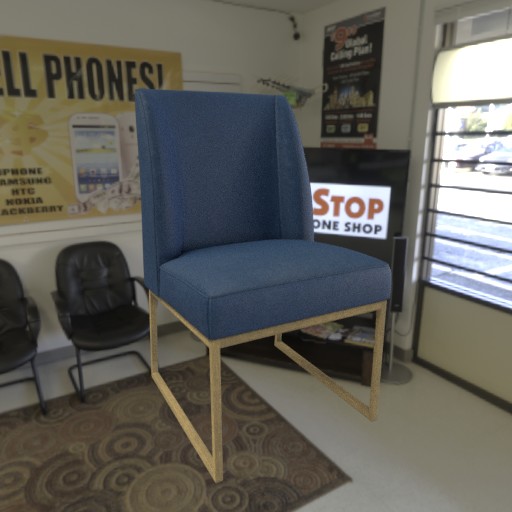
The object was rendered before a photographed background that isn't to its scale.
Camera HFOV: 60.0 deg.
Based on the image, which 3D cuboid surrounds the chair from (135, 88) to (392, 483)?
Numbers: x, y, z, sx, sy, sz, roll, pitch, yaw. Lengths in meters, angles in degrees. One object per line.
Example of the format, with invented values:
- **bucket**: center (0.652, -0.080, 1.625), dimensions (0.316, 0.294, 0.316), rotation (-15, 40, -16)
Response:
- **chair**: center (0.000, 0.000, 1.186), dimensions (0.508, 0.863, 0.522), rotation (-8, 17, -27)
